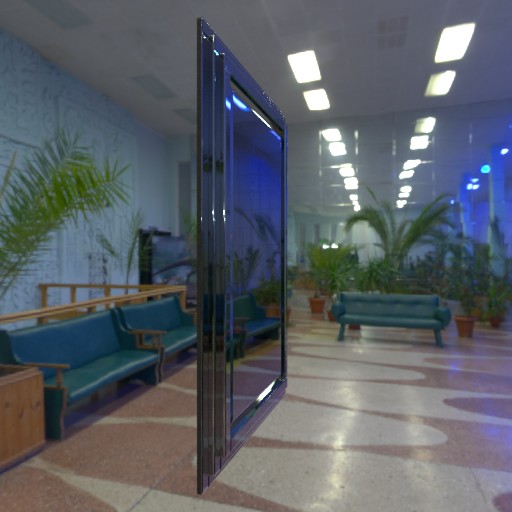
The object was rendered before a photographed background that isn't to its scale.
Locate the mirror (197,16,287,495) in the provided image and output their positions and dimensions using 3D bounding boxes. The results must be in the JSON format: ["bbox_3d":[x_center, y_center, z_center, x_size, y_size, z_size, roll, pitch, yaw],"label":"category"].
[{"bbox_3d":[0.000,0.000,1.134,0.039,0.914,0.613,0,0,18],"label":"mirror"}]
